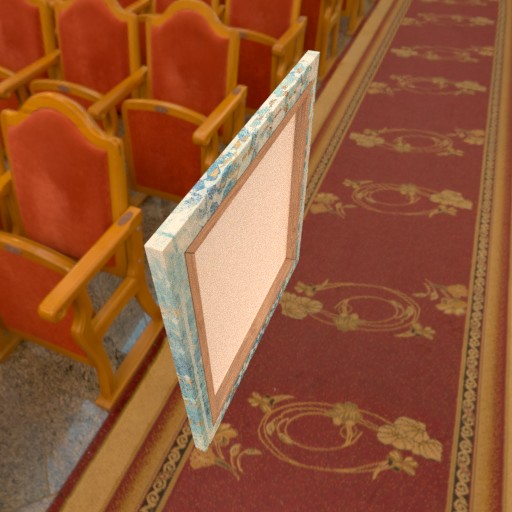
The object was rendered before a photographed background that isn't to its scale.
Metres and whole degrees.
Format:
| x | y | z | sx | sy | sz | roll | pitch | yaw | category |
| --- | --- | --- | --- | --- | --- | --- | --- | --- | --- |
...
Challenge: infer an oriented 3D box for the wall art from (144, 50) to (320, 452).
| x | y | z | sx | sy | sz | roll | pitch | yaw | category |
| --- | --- | --- | --- | --- | --- | --- | --- | --- | --- |
| 0.000 | 0.000 | 1.381 | 0.040 | 0.916 | 0.916 | 17 | 48 | 15 | wall art |
